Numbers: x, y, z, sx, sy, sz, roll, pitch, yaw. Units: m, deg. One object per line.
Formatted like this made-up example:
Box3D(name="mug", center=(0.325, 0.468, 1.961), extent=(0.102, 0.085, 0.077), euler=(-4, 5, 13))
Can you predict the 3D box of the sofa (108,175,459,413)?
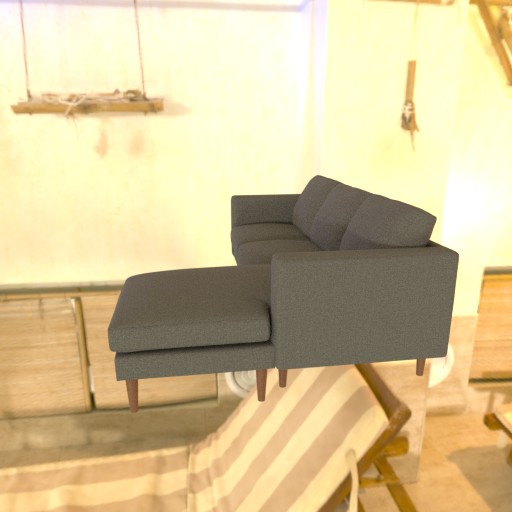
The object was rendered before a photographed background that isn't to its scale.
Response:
Box3D(name="sofa", center=(0.000, 0.000, 2.925), extent=(1.591, 0.897, 2.031), euler=(-2, 16, -8))
